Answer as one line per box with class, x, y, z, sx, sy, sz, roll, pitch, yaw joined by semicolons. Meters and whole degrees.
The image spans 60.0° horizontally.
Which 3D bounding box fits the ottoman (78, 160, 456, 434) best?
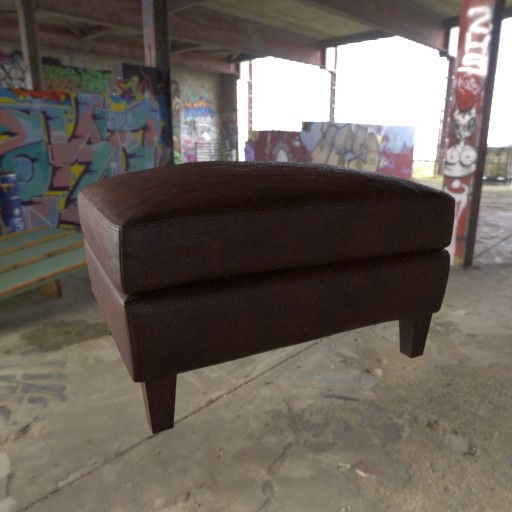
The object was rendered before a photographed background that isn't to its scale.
ottoman;0.000;0.000;1.254;0.887;0.527;0.659;-7;17;-26
